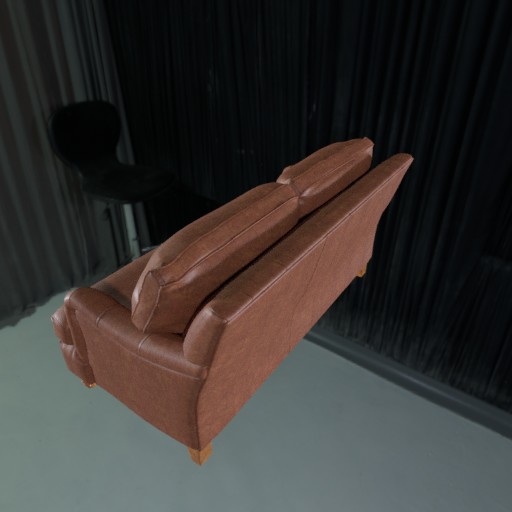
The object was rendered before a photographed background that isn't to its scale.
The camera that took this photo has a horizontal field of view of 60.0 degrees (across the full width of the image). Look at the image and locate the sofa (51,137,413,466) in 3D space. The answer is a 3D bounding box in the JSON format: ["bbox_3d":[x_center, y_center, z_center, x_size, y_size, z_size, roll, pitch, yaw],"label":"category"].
[{"bbox_3d":[0.000,0.000,2.707,1.147,1.071,2.144,20,37,29],"label":"sofa"}]
